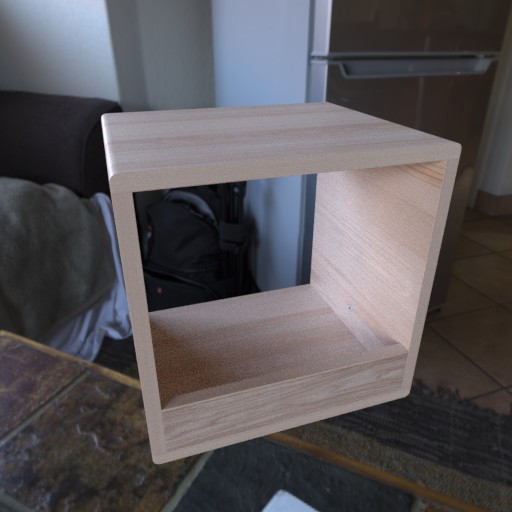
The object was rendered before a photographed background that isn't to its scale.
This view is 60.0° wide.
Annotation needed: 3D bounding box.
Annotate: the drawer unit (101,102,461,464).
[{"bbox_3d":[0.000,0.000,0.600,0.344,0.344,0.290,-9,29,-16],"label":"drawer unit"}]
